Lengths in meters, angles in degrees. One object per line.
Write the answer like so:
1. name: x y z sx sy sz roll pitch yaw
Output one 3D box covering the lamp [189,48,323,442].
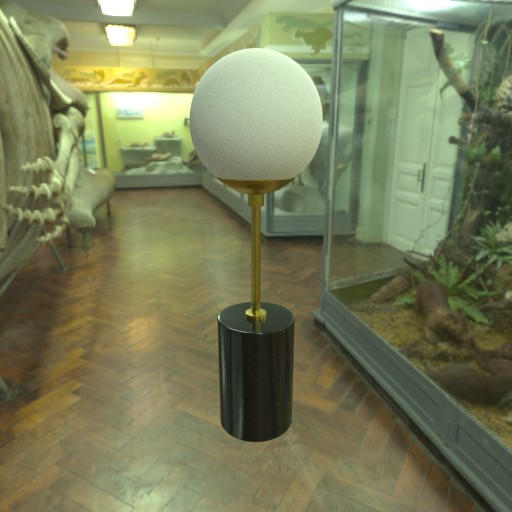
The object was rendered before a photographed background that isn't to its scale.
1. lamp: 0.000 0.000 0.561 0.153 0.480 0.153 0 16 0
